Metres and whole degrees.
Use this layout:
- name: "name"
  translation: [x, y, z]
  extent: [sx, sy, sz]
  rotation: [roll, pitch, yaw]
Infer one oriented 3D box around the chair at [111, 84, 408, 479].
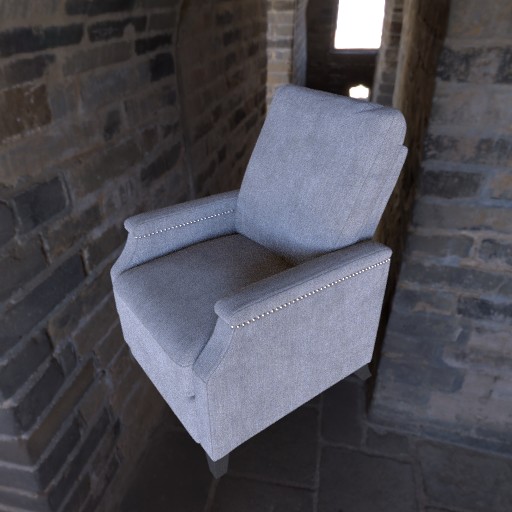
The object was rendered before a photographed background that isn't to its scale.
- name: "chair"
  translation: [0.000, 0.000, 1.603]
  extent: [0.922, 1.049, 0.710]
  rotation: [-21, 37, -31]
